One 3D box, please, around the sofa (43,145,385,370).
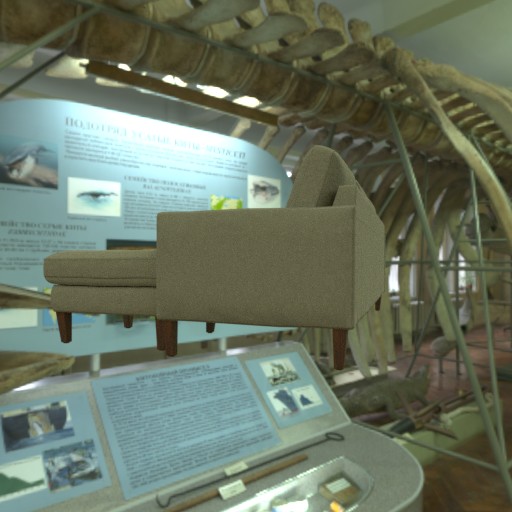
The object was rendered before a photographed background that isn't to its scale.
[{"bbox_3d":[0.000,0.000,2.864,1.506,0.875,2.178,0,-1,19],"label":"sofa"}]
